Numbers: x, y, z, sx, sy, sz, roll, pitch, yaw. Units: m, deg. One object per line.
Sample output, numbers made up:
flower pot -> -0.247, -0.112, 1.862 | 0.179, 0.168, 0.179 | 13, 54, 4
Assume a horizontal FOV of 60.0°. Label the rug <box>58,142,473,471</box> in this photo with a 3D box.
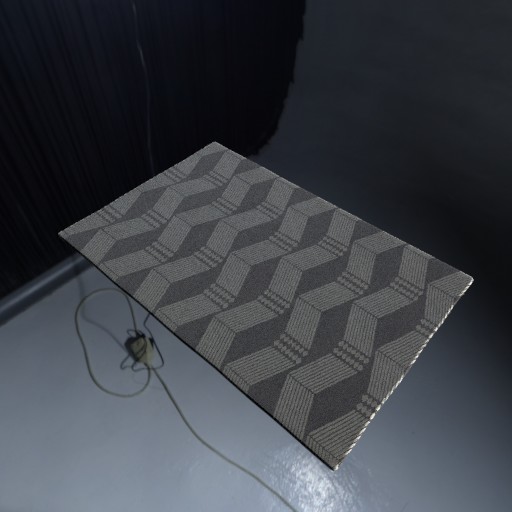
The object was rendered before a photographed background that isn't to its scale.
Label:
rug -> 0.000, 0.000, 2.312 | 1.833, 0.016, 1.210 | 33, 55, 27
